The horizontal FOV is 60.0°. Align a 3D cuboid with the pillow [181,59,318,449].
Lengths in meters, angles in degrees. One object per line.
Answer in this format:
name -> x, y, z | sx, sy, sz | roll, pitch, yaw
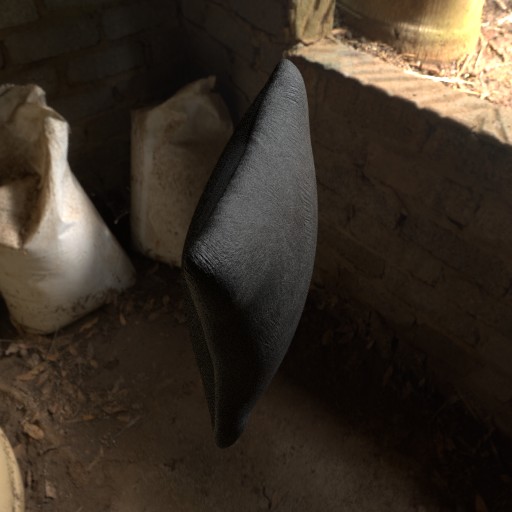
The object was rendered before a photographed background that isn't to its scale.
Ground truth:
pillow -> 0.000, 0.000, 0.805 | 0.210, 0.523, 0.533 | 9, 48, 8
